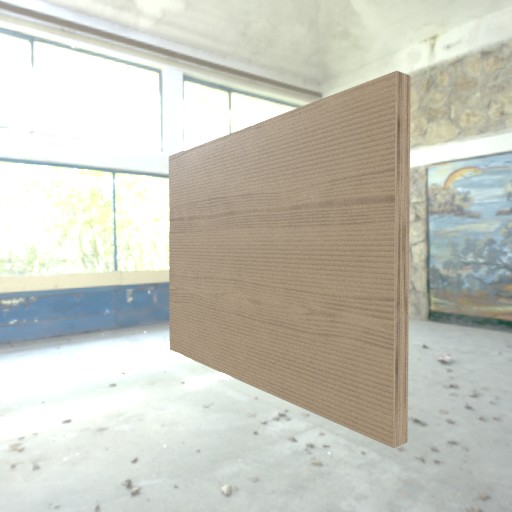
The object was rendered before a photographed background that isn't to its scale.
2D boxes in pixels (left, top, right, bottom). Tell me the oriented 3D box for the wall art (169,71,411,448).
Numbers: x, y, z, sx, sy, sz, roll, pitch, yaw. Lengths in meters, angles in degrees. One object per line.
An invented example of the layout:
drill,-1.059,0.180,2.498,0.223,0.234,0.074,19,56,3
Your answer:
wall art,0.000,0.000,1.071,0.063,0.609,0.841,-1,2,-36
